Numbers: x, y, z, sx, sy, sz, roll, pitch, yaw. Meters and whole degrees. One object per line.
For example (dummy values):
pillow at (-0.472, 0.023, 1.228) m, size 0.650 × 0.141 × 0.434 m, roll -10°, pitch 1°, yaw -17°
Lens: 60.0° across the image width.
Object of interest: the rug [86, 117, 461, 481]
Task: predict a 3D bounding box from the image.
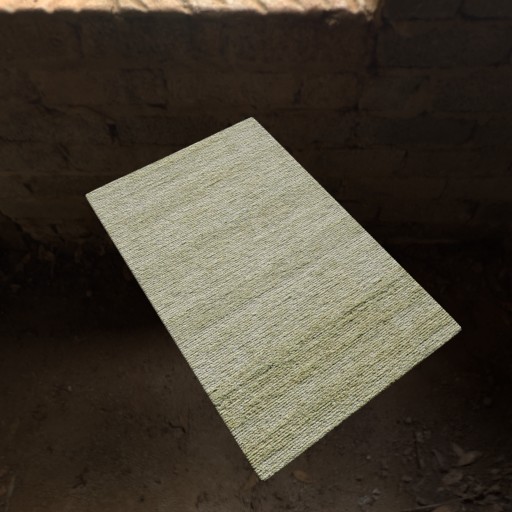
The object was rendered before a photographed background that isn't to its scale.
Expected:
rug at (0.000, 0.000, 2.283) m, size 1.143 × 0.010 × 1.758 m, roll -30°, pitch 63°, yaw -17°
